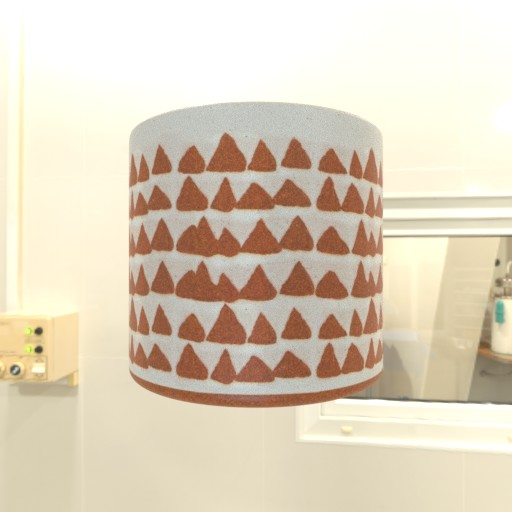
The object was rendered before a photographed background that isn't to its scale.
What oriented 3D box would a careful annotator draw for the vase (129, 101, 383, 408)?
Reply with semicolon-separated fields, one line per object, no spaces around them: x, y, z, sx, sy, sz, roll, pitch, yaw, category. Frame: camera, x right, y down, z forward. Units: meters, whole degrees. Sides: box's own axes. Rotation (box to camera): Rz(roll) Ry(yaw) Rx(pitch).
0.000;0.000;0.248;0.137;0.127;0.137;0;0;0;vase
